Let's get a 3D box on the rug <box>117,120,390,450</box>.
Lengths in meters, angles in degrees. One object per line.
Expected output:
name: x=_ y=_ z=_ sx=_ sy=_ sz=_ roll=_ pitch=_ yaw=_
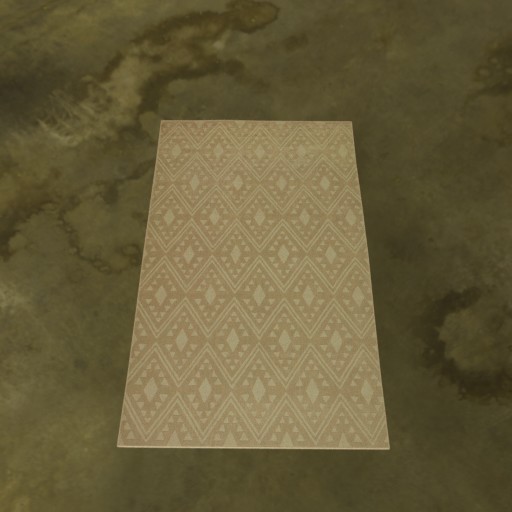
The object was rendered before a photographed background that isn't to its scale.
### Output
rug: x=0.000 y=0.000 z=3.045 sx=1.553 sy=0.053 sz=2.430 roll=0 pitch=64 yaw=0
